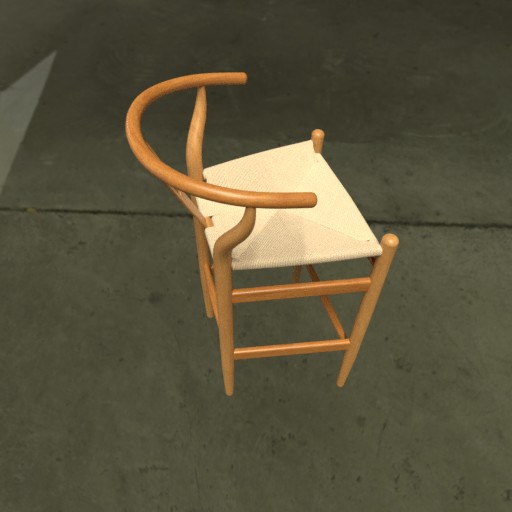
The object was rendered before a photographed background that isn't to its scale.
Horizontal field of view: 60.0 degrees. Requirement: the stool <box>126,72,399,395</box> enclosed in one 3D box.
[{"bbox_3d":[0.000,0.000,1.349,0.579,0.970,0.569,-11,48,-10],"label":"stool"}]
